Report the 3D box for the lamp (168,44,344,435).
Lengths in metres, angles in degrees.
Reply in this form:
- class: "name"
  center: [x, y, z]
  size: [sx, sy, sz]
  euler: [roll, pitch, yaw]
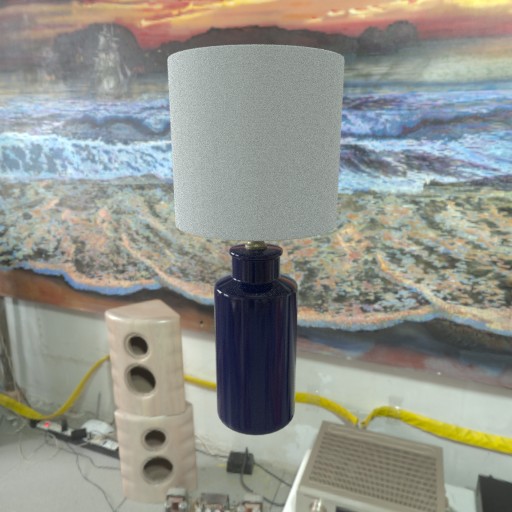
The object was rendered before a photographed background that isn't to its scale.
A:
- class: "lamp"
  center: [0.000, 0.000, 0.606]
  size: [0.212, 0.493, 0.212]
  euler: [-3, 16, -9]
